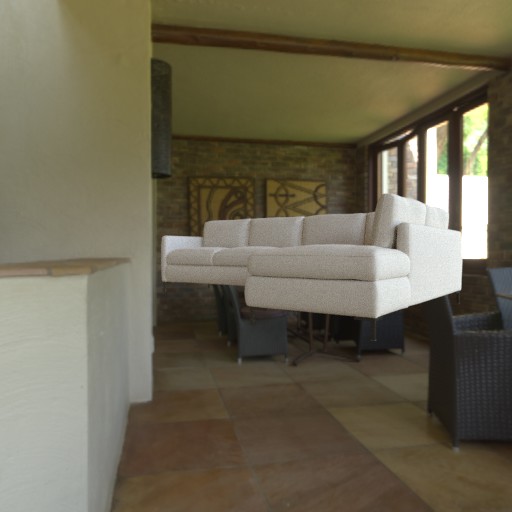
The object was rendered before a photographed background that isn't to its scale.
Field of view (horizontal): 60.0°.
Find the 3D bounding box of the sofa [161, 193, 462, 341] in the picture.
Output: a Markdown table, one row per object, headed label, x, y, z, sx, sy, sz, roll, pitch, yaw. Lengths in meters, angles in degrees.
| label | x | y | z | sx | sy | sz | roll | pitch | yaw |
| --- | --- | --- | --- | --- | --- | --- | --- | --- | --- |
| sofa | 0.000 | 0.000 | 3.822 | 2.949 | 0.815 | 2.007 | 0 | 1 | 36 |
